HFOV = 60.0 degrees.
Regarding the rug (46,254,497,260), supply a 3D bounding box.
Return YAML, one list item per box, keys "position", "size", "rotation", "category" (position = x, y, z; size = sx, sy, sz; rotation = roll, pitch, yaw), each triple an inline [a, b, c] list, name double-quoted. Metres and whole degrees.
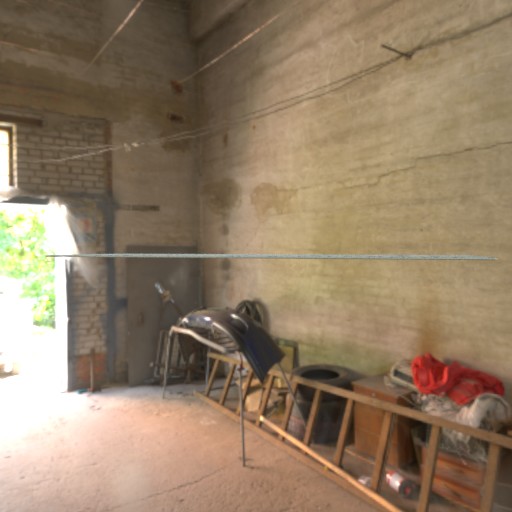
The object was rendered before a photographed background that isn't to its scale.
- position: [0.000, 0.000, 2.378]
  size: [2.196, 0.011, 0.662]
  rotation: [0, 1, 18]
  category: "rug"
